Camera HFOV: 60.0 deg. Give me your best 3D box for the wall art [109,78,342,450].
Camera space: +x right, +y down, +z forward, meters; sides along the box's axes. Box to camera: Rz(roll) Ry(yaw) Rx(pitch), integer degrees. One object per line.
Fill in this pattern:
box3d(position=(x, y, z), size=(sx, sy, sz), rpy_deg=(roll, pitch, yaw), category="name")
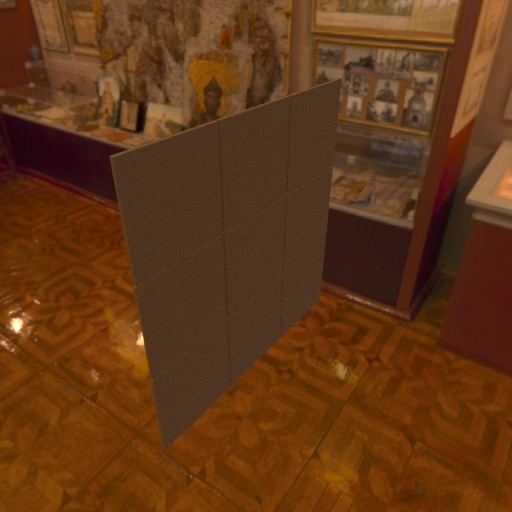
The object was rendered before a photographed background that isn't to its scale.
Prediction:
box3d(position=(0.000, 0.000, 1.850), size=(0.013, 1.216, 1.216), rpy_deg=(22, 39, 31), category="wall art")
